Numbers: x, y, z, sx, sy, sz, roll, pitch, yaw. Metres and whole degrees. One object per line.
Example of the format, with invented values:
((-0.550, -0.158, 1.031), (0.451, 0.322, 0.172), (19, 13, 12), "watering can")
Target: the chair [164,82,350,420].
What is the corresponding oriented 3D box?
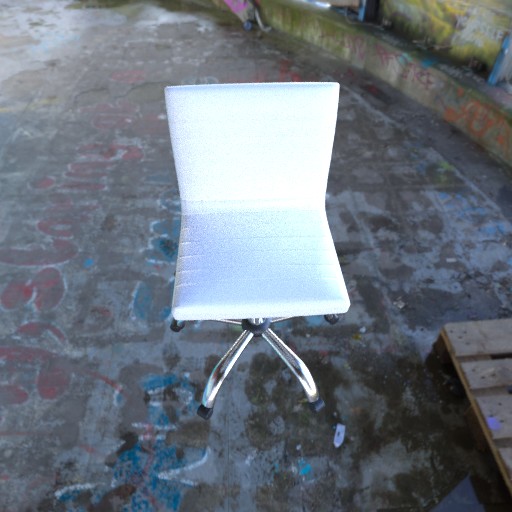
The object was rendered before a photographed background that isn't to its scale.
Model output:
((0.000, 0.000, 1.150), (0.556, 0.780, 0.530), (-2, 46, -2), "chair")
